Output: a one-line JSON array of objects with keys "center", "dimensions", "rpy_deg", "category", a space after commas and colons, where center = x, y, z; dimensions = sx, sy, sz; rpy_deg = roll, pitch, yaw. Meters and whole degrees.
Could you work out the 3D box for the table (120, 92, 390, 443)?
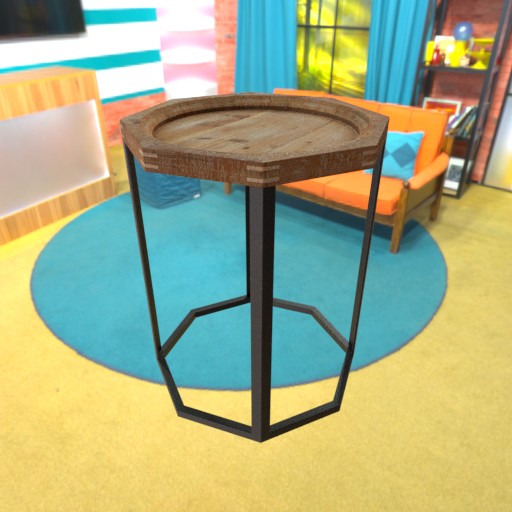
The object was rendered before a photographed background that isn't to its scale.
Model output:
[{"center": [0.000, 0.000, 0.888], "dimensions": [0.458, 0.543, 0.458], "rpy_deg": [-1, 31, -2], "category": "table"}]
